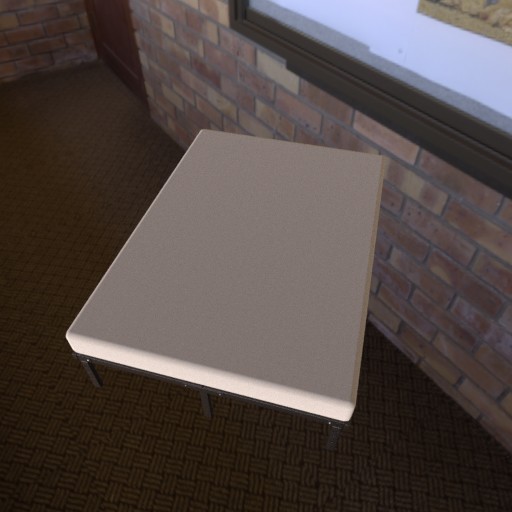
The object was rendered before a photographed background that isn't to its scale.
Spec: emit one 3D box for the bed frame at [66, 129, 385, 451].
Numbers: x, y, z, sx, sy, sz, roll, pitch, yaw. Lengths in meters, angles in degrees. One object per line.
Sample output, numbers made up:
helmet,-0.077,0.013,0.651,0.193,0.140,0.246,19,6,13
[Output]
bed frame,0.000,0.000,3.797,2.205,0.680,2.842,17,49,15
